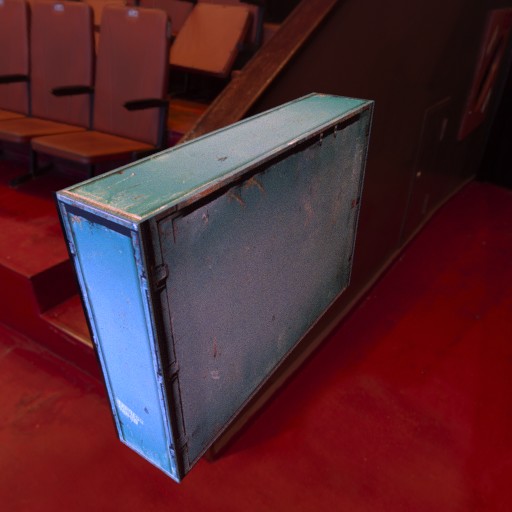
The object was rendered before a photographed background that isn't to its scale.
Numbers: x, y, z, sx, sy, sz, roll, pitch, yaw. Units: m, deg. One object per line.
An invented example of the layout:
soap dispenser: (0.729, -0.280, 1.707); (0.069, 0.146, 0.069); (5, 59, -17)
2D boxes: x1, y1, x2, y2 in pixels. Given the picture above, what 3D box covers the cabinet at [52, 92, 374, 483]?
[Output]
cabinet: (0.000, 0.000, 3.900); (0.680, 2.160, 3.001); (20, 37, 28)
